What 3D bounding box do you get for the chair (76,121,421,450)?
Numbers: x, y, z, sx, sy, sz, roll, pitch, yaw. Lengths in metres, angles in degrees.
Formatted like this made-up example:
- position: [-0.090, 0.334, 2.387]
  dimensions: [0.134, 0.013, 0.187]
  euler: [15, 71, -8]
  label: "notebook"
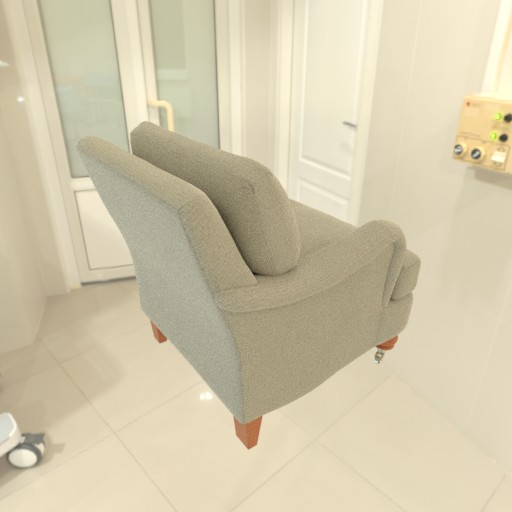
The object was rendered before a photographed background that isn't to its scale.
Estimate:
- position: [0.000, 0.000, 1.844]
  dimensions: [1.070, 1.038, 0.955]
  euler: [-18, 32, -31]
  label: "chair"
